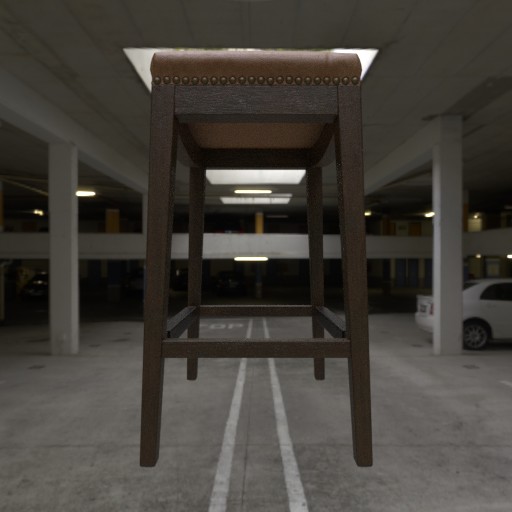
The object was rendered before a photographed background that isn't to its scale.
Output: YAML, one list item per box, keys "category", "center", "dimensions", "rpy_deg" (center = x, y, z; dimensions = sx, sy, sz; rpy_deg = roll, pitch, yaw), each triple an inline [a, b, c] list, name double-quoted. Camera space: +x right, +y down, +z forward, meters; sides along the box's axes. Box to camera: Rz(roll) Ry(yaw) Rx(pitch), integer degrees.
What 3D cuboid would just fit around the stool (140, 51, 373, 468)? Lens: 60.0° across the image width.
- category: "stool"
  center: [0.000, 0.000, 0.933]
  dimensions: [0.361, 0.660, 0.500]
  rpy_deg: [0, 0, 0]
